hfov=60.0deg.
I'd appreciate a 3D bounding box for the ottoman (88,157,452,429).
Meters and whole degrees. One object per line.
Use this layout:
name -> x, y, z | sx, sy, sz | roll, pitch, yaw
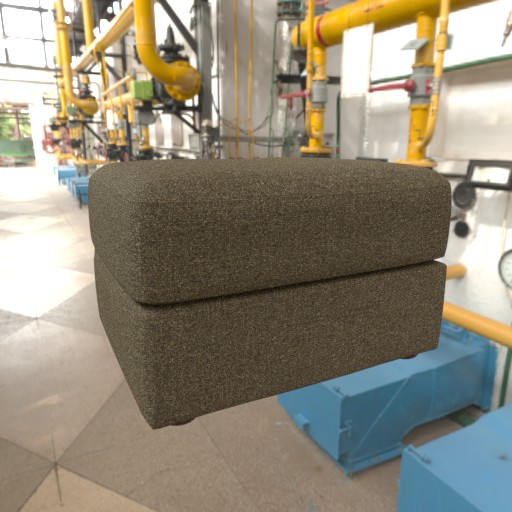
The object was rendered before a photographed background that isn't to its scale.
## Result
ottoman -> 0.000, 0.000, 1.117 | 0.742, 0.476, 0.598 | -7, 16, -26
